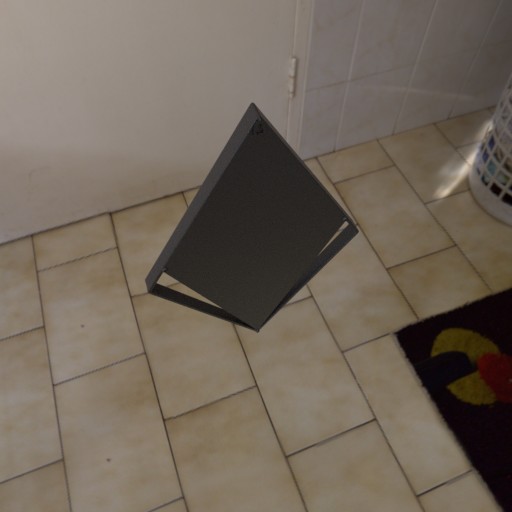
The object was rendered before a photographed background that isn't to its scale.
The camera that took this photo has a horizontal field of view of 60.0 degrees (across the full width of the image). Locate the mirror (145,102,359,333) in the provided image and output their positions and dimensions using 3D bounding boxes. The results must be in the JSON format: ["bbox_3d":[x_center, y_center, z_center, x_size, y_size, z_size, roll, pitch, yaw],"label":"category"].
[{"bbox_3d":[0.000,0.000,0.840,0.419,0.679,0.032,-16,59,-10],"label":"mirror"}]
